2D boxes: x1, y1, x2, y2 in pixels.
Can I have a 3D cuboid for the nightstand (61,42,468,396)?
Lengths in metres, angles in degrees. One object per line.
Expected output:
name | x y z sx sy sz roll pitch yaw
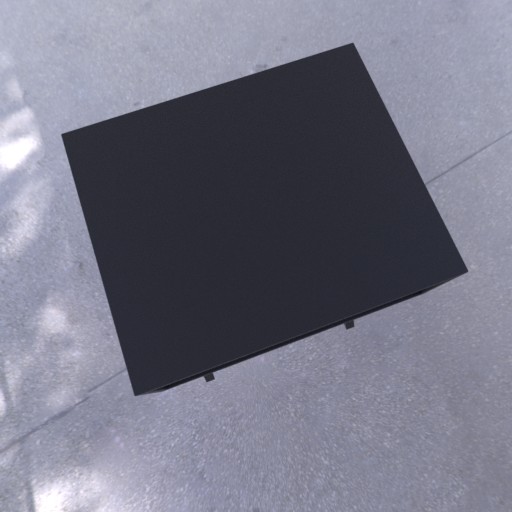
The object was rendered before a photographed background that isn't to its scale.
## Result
nightstand | 0.000 0.000 0.939 0.479 0.623 0.402 -19 76 -5
